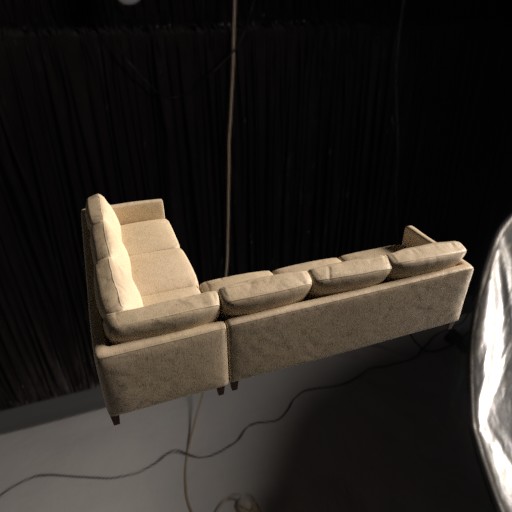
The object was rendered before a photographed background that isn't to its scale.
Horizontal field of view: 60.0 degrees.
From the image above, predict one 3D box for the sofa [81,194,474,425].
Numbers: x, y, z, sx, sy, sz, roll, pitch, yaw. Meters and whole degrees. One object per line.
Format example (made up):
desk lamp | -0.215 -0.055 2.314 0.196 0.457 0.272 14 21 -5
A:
sofa | 0.000 0.000 4.608 3.302 0.947 2.593 -11 32 -18
